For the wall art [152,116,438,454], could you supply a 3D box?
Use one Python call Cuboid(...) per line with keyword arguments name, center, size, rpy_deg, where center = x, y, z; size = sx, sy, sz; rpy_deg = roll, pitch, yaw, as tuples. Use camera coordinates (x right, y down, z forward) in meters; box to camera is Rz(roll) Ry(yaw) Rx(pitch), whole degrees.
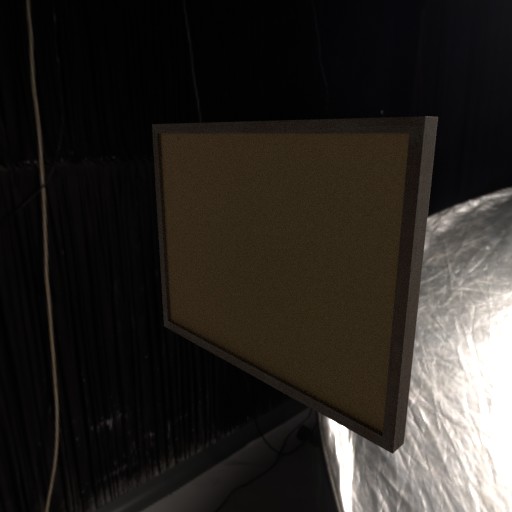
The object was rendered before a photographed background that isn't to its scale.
Cuboid(name="wall art", center=(0.000, 0.000, 1.740), size=(0.070, 1.009, 1.320), rpy_deg=(-14, 21, -42))
